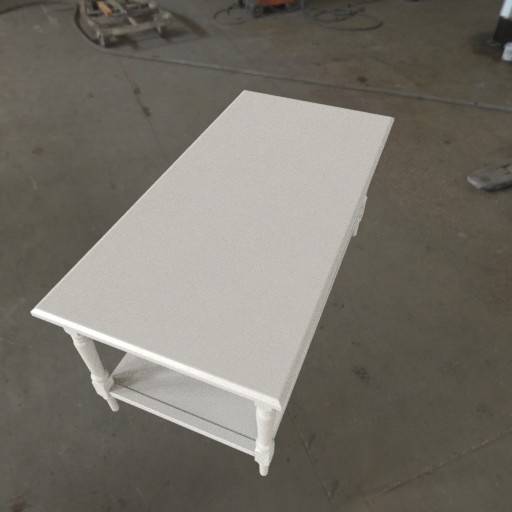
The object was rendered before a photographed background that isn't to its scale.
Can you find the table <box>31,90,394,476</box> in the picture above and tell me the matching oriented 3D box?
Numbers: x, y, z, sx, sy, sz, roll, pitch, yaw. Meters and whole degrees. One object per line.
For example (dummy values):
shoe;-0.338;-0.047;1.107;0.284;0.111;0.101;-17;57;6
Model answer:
table;0.000;0.000;1.376;0.551;0.506;1.109;16;47;16
